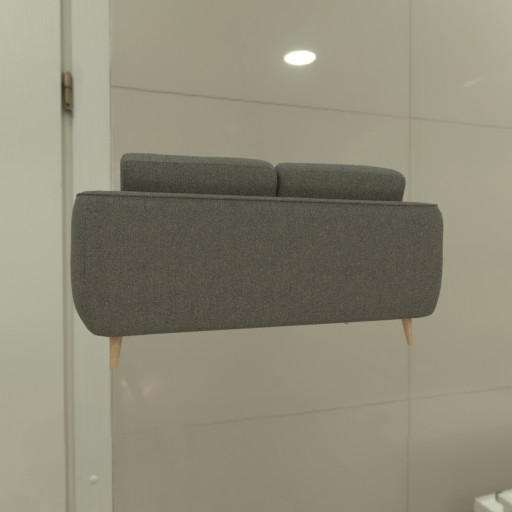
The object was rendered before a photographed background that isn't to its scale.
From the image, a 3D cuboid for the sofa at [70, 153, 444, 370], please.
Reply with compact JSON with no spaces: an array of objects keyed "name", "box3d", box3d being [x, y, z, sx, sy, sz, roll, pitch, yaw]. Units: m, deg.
[{"name":"sofa","box3d":[0.000,0.000,2.242,1.700,0.870,0.920,0,1,-18]}]
